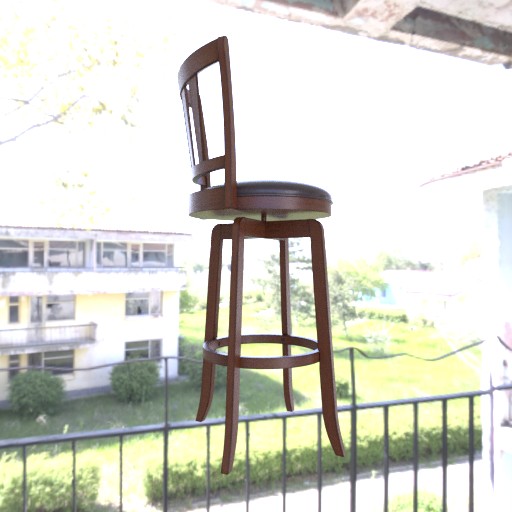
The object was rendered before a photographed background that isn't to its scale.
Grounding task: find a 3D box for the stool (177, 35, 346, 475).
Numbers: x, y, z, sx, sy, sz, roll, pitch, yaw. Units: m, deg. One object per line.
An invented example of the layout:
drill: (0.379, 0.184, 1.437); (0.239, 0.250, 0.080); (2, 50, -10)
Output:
stool: (0.000, 0.000, 1.440); (0.503, 1.177, 0.464); (0, 0, -17)
